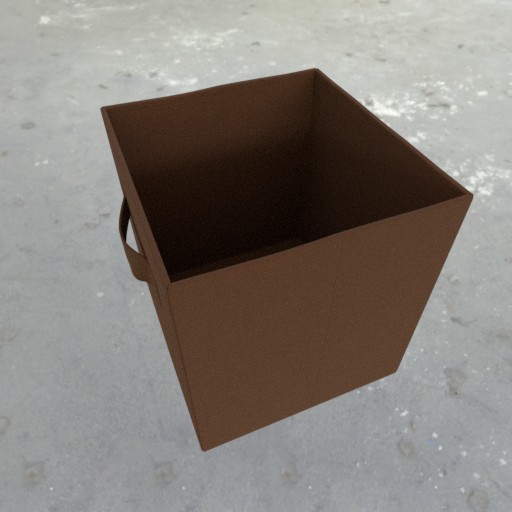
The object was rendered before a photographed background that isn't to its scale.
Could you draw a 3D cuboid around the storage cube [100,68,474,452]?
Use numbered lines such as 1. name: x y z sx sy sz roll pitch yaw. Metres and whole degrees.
1. storage cube: 0.000 0.000 0.500 0.270 0.280 0.270 -17 48 -16
